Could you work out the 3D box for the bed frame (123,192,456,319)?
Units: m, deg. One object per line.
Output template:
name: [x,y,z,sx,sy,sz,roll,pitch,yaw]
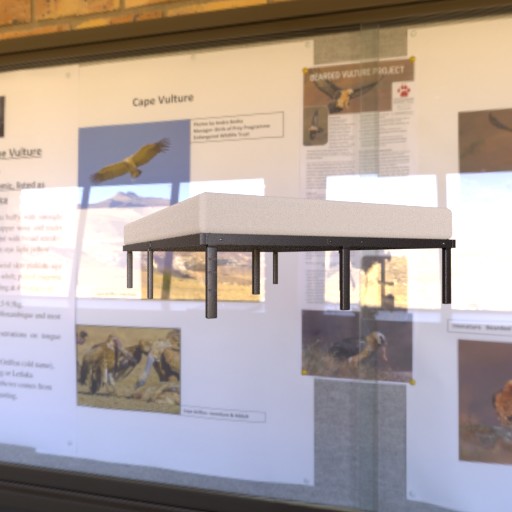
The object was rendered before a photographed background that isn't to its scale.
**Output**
bed frame: [0.000,0.000,3.922,2.205,0.680,2.842,0,0,-18]
